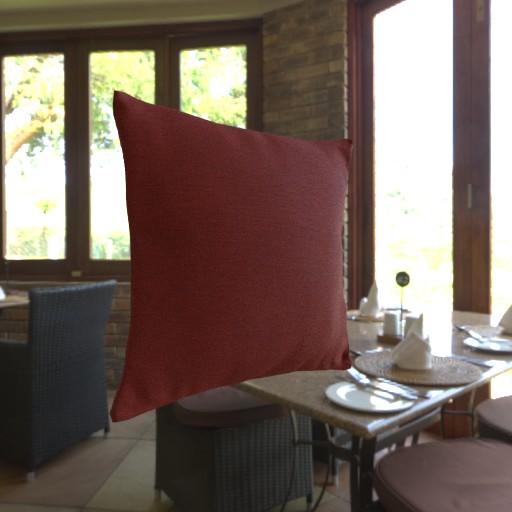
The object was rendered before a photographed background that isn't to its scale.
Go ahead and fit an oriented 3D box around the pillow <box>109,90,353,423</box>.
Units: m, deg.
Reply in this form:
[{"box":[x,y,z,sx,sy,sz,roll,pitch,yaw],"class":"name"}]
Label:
[{"box":[0.000,0.000,0.671,0.435,0.416,0.151,0,1,-36],"class":"pillow"}]
